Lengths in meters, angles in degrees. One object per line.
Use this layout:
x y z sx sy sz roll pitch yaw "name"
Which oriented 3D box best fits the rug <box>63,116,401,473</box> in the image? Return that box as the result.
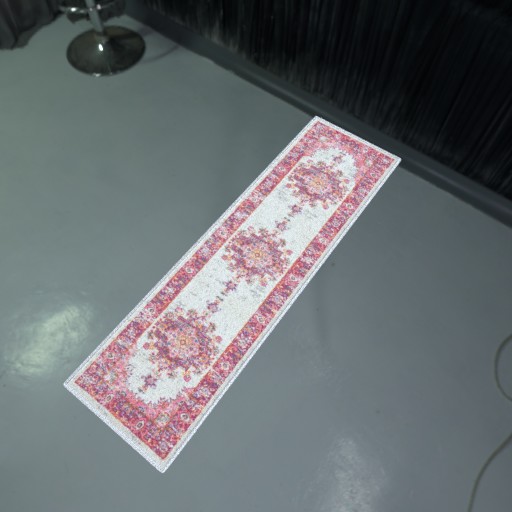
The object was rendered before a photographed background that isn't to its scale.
0.000 0.000 2.529 0.666 0.011 2.294 33 66 17 "rug"
